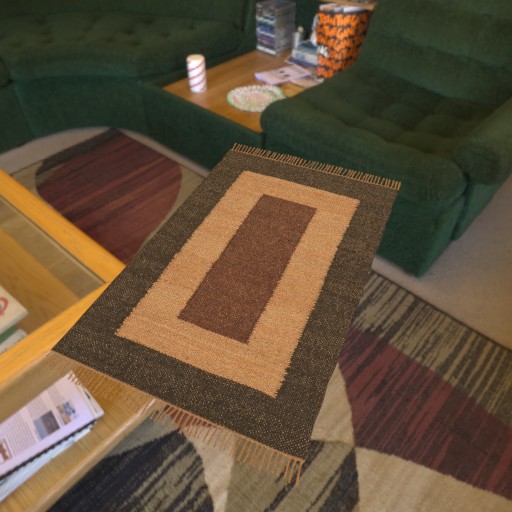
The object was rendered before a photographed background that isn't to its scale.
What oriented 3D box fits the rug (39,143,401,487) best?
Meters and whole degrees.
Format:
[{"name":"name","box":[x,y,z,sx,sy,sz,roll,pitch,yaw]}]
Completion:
[{"name":"rug","box":[0.000,0.000,1.829,0.920,0.013,1.541,17,48,17]}]
